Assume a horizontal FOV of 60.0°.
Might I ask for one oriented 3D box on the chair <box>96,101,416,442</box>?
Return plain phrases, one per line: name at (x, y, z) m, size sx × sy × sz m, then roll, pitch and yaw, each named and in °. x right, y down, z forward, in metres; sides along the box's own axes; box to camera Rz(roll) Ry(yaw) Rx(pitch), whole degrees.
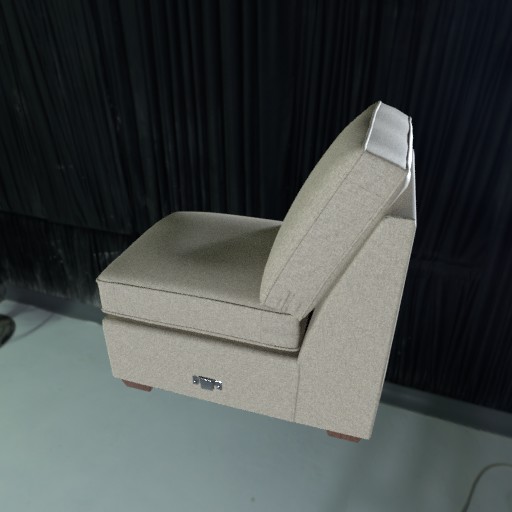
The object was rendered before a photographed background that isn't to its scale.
chair at (0.000, 0.000, 1.660) m, size 1.020 × 1.058 × 0.674 m, roll 9°, pitch 31°, yaw 14°
